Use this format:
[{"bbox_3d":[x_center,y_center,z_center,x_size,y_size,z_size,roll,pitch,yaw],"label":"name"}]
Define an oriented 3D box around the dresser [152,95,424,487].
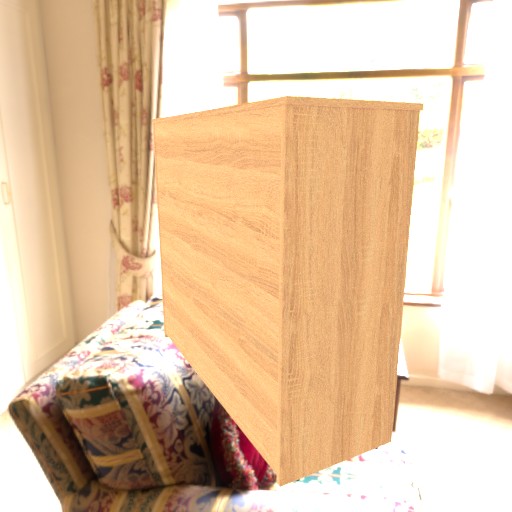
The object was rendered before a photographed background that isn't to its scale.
[{"bbox_3d":[0.000,0.000,1.466,0.380,0.900,0.980,-7,16,-27],"label":"dresser"}]
